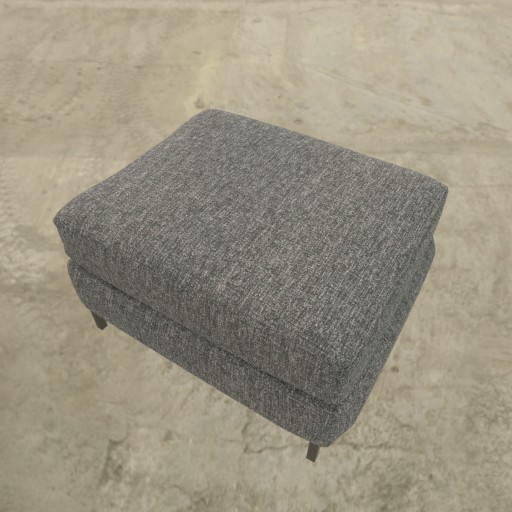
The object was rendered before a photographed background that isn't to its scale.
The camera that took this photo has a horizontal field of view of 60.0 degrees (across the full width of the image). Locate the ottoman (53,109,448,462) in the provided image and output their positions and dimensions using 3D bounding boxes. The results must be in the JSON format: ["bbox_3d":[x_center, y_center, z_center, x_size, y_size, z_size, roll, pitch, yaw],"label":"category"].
[{"bbox_3d":[0.000,0.000,1.202,0.828,0.480,0.683,25,51,22],"label":"ottoman"}]
